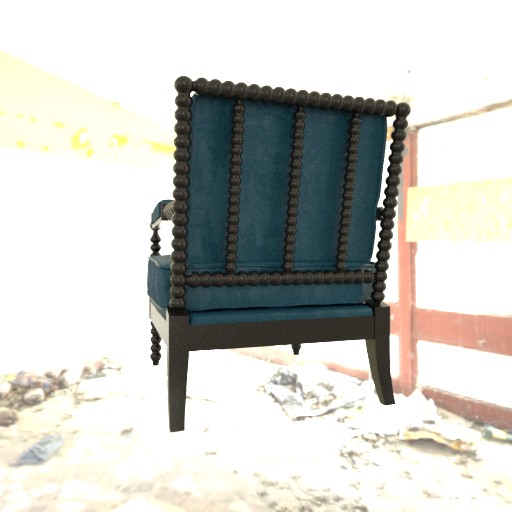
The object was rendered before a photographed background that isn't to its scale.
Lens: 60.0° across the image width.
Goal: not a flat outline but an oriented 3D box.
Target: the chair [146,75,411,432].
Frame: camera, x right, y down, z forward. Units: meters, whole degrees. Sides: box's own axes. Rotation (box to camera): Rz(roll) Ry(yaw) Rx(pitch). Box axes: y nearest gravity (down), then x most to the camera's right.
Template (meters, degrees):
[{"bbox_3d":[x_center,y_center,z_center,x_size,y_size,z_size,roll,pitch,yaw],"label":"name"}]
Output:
[{"bbox_3d":[0.000,0.000,1.480,0.688,0.857,0.805,0,0,-18],"label":"chair"}]
